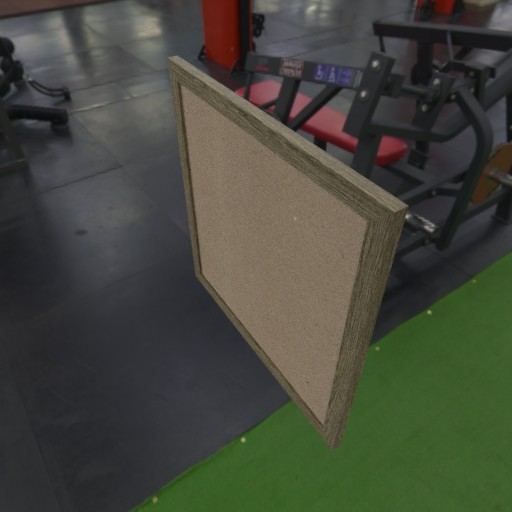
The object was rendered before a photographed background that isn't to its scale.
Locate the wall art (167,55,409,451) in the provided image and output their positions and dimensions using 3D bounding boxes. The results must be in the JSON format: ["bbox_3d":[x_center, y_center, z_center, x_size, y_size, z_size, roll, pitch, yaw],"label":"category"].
[{"bbox_3d":[0.000,0.000,0.749,0.019,0.508,0.508,-24,47,-24],"label":"wall art"}]
